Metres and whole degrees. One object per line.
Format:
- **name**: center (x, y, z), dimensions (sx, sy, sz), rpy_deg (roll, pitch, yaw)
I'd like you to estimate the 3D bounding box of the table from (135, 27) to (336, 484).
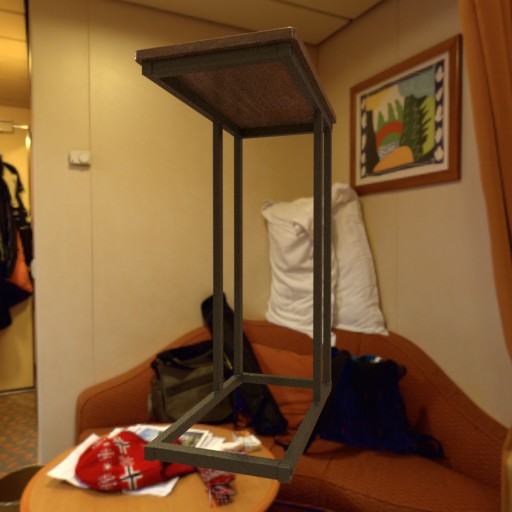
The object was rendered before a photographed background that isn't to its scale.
- **table**: center (0.000, 0.000, 0.862), dimensions (0.254, 0.637, 0.450), rpy_deg (0, 1, 17)
